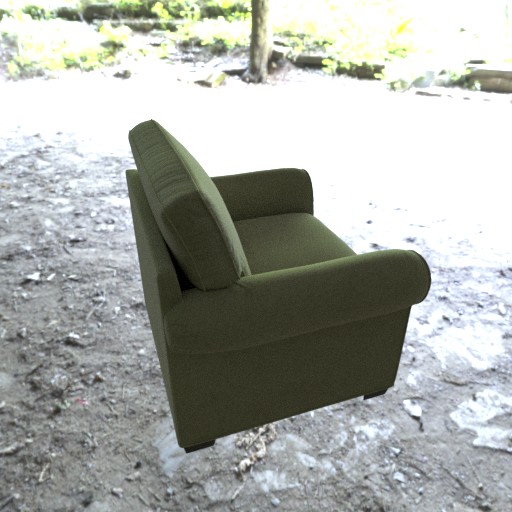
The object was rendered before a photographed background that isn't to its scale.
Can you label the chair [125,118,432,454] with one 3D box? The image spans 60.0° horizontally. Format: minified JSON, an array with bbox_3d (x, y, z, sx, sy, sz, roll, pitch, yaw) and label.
[{"bbox_3d":[0.000,0.000,1.913,0.939,1.044,1.147,-10,32,-17],"label":"chair"}]
